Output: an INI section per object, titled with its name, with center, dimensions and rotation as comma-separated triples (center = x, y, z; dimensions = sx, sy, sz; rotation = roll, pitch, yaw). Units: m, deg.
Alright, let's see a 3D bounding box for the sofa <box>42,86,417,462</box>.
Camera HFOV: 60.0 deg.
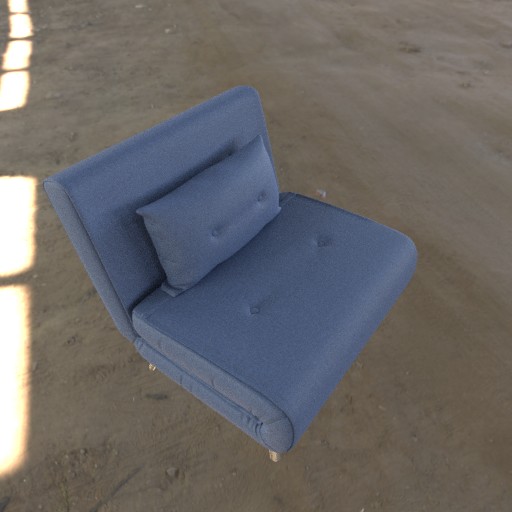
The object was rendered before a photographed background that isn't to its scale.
[sofa]
center = 0.000, 0.000, 1.734
dimensions = 0.996, 0.860, 0.999
rotation = 27, 48, 27
